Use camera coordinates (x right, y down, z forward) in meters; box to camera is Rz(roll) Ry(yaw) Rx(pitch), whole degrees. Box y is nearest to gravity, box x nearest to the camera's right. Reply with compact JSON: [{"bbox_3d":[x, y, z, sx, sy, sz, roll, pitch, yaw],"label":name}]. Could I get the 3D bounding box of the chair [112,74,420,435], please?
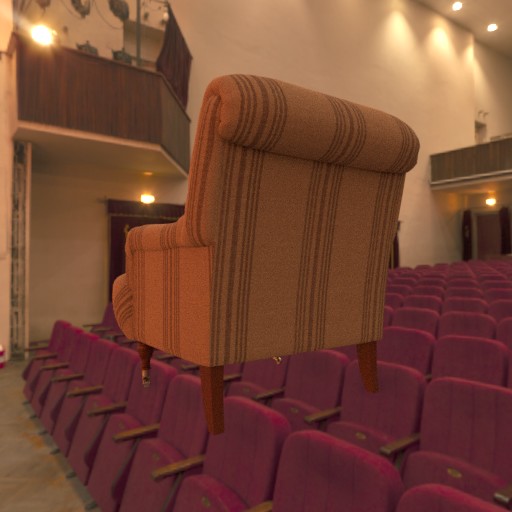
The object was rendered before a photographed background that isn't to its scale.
[{"bbox_3d":[0.000,0.000,1.580,0.813,0.940,0.914,0,-1,-36],"label":"chair"}]
